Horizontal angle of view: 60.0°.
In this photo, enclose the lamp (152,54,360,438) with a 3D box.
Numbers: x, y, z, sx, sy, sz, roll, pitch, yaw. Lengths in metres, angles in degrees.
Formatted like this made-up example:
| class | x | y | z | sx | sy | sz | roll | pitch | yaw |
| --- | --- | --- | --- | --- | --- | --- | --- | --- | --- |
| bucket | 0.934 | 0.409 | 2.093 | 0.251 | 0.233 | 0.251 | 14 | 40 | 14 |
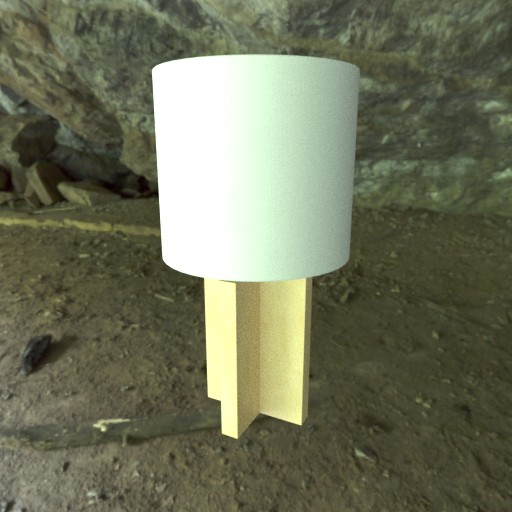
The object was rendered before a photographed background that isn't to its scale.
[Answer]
| class | x | y | z | sx | sy | sz | roll | pitch | yaw |
| --- | --- | --- | --- | --- | --- | --- | --- | --- | --- |
| lamp | 0.000 | 0.000 | 0.554 | 0.229 | 0.428 | 0.229 | 8 | 17 | 26 |
